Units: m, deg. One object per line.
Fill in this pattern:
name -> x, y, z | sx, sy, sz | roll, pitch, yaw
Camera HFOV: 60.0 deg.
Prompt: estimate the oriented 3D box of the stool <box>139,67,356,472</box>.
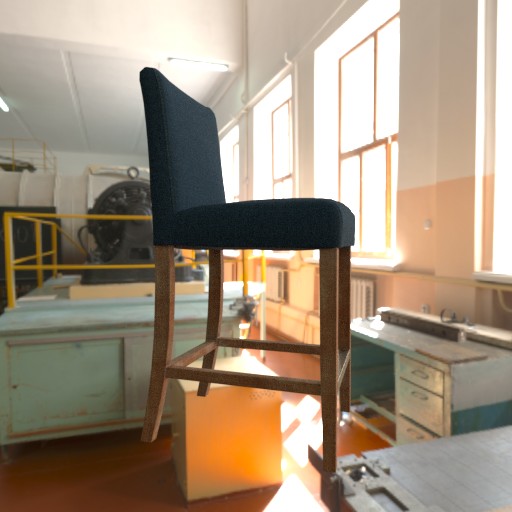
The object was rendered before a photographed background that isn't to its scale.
stool -> 0.000, 0.000, 1.346 | 0.567, 1.039, 0.454 | 1, 2, 17
